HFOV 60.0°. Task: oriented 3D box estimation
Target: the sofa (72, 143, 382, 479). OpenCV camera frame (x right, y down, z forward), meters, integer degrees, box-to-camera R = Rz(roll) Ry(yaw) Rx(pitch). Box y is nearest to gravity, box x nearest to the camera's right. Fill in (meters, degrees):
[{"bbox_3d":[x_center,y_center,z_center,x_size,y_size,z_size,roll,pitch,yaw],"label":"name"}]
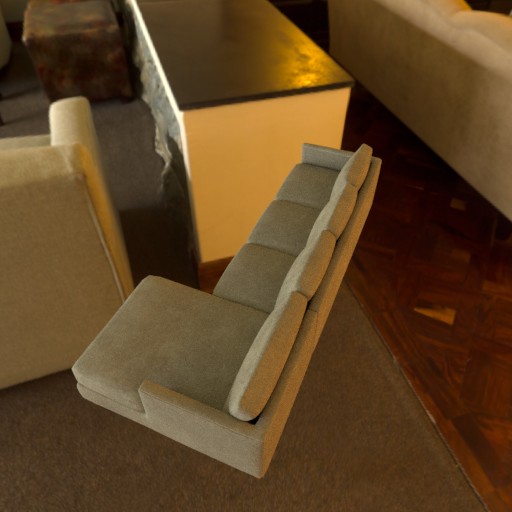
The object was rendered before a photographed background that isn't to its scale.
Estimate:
[{"bbox_3d":[0.000,0.000,4.195,1.604,0.950,3.471,17,47,16],"label":"sofa"}]
